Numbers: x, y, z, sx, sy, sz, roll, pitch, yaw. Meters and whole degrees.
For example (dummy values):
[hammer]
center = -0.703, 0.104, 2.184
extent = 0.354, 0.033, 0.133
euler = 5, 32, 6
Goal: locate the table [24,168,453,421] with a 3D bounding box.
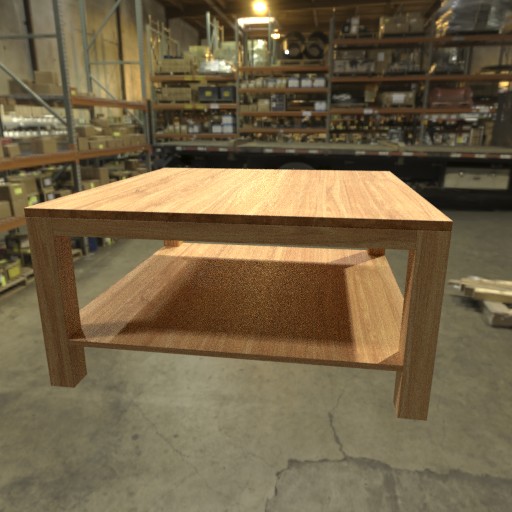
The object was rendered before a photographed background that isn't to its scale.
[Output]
[table]
center = 0.000, 0.000, 1.403
extent = 0.900, 0.450, 0.900
euler = 3, 17, 8
